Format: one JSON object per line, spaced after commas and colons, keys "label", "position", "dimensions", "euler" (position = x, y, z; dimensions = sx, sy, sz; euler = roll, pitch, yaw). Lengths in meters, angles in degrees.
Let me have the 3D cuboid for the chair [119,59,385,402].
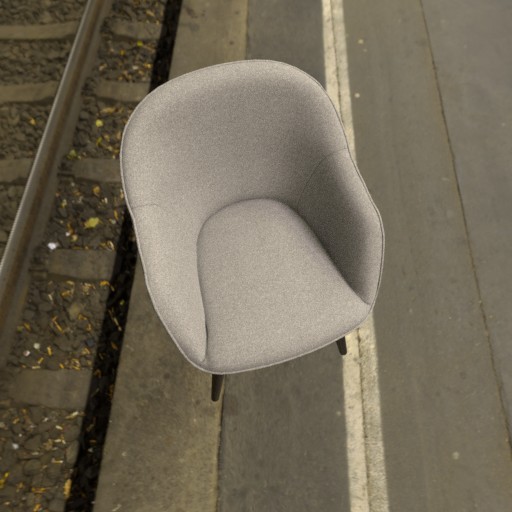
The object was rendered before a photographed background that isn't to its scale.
{"label": "chair", "position": [0.000, 0.000, 1.245], "dimensions": [0.589, 0.810, 0.611], "euler": [-17, 64, -9]}
